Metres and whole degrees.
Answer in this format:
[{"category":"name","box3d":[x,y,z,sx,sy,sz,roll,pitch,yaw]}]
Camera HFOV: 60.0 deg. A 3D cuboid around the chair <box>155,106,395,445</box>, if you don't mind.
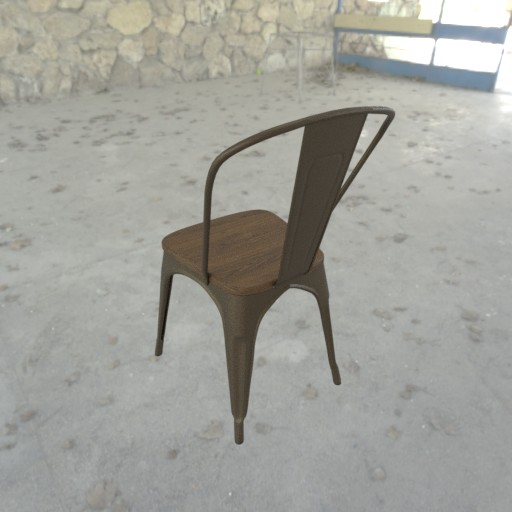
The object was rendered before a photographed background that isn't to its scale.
[{"category":"chair","box3d":[0.000,0.000,1.174,0.451,0.844,0.532,-20,35,-30]}]
